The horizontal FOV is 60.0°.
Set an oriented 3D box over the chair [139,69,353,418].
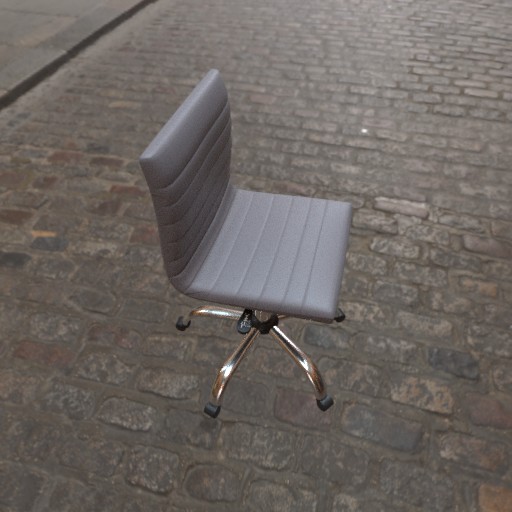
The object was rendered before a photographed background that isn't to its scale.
[{"bbox_3d":[0.000,0.000,1.132,0.530,0.780,0.556,10,46,10],"label":"chair"}]
